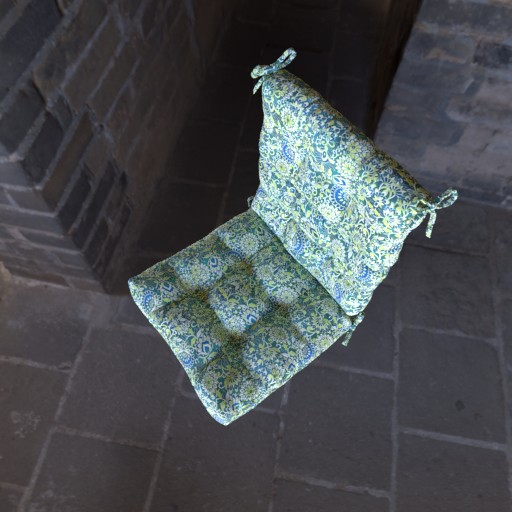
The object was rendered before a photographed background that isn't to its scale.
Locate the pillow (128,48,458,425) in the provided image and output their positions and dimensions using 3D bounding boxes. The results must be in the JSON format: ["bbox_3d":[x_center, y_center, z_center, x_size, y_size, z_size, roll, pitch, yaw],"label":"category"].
[{"bbox_3d":[0.000,0.000,1.052,0.571,0.605,0.519,-34,67,-16],"label":"pillow"}]
